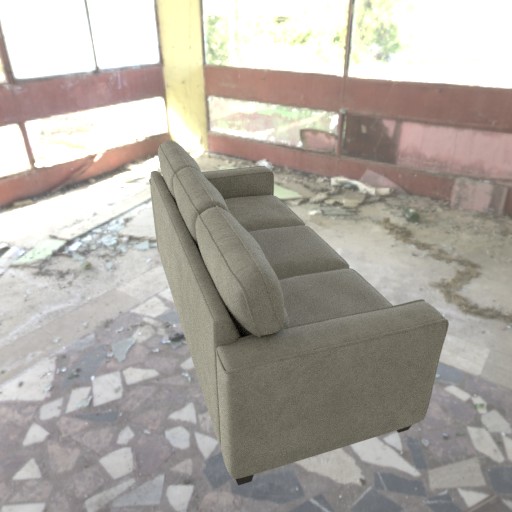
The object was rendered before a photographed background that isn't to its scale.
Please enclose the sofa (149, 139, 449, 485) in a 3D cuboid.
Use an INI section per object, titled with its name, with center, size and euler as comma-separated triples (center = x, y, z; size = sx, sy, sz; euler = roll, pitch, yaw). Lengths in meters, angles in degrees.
[sofa]
center = 0.000, 0.000, 2.562
size = 0.939, 0.965, 2.133
euler = -9, 30, -16
